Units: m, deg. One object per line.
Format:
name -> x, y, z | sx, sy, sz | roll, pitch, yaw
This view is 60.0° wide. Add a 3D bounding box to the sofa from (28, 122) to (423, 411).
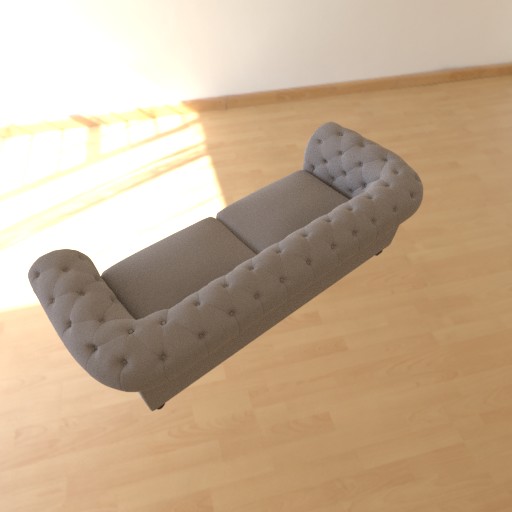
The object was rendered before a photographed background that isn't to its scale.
sofa -> 0.000, 0.000, 2.805 | 2.411, 0.749, 0.991 | -31, 53, -26
